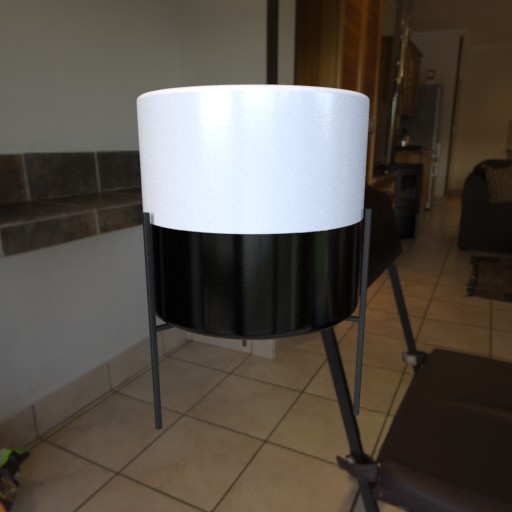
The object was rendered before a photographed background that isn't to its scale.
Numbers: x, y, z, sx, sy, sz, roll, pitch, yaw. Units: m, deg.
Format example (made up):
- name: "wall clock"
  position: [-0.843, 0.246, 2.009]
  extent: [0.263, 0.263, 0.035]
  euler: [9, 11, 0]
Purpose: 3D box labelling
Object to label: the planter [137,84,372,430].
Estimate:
- name: "planter"
  position: [0.000, 0.000, 0.643]
  extent: [0.310, 0.432, 0.310]
  euler: [2, 14, 8]
